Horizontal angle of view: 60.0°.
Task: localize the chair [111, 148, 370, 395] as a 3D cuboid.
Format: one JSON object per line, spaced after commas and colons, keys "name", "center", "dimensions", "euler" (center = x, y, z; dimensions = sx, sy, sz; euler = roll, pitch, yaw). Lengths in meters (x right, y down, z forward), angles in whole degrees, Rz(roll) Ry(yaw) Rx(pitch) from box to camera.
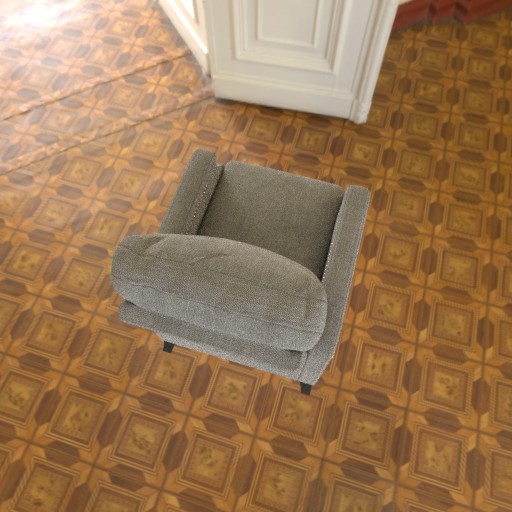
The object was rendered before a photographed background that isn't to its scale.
{"name": "chair", "center": [0.000, 0.000, 1.656], "dimensions": [0.710, 1.049, 0.922], "euler": [15, 64, 7]}
